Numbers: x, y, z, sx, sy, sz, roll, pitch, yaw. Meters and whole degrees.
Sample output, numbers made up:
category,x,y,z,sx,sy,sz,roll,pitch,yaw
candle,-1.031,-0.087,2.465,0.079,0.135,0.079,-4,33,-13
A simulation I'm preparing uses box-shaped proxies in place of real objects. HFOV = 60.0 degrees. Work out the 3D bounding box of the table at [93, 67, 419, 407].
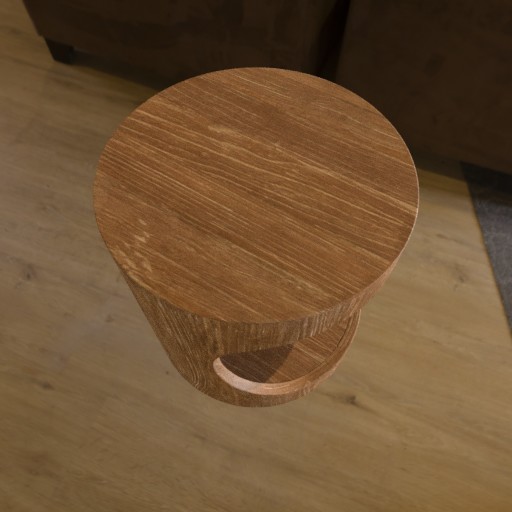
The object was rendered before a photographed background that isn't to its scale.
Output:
category,x,y,z,sx,sy,sz,roll,pitch,yaw
table,0.000,0.000,0.965,0.527,0.551,0.527,0,60,0
